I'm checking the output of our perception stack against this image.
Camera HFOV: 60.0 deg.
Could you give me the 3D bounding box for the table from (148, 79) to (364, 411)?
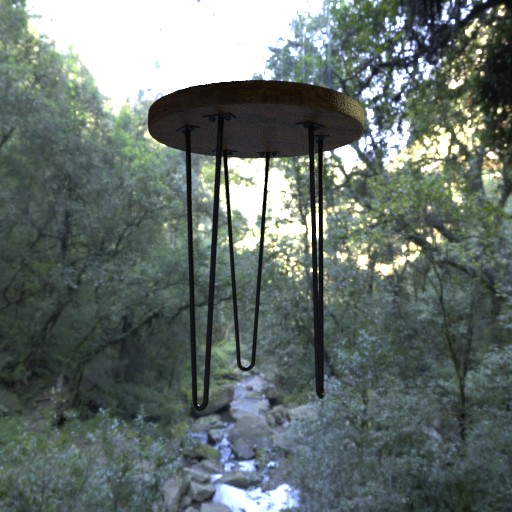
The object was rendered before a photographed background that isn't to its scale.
[{"bbox_3d":[0.000,0.000,0.846,0.400,0.520,0.400,0,1,0],"label":"table"}]
